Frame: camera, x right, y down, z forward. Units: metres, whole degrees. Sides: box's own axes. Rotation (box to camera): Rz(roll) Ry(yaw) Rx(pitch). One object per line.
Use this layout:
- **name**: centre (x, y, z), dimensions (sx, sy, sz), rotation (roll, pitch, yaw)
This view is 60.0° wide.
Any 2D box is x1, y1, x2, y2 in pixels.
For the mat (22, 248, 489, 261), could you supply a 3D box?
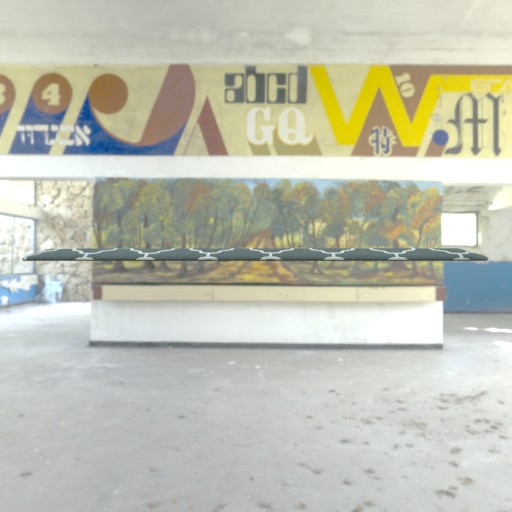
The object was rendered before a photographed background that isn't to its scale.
- **mat**: centre (0.000, 0.000, 0.947), dimensions (0.762, 0.021, 0.508), rotation (0, -1, 2)
